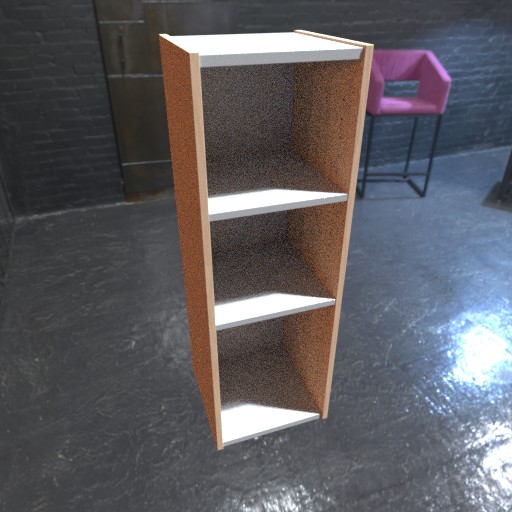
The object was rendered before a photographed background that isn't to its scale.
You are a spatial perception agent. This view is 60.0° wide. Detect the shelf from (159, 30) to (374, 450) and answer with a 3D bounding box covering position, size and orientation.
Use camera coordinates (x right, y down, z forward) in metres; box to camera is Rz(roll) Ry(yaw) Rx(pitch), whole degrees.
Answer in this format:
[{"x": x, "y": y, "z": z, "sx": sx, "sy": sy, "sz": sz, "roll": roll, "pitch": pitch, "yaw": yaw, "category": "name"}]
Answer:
[{"x": 0.000, "y": 0.000, "z": 1.019, "sx": 0.300, "sy": 0.900, "sz": 0.290, "roll": -10, "pitch": 33, "yaw": -16, "category": "shelf"}]
